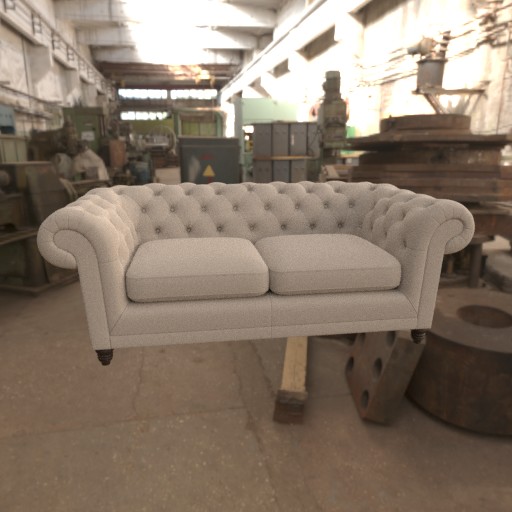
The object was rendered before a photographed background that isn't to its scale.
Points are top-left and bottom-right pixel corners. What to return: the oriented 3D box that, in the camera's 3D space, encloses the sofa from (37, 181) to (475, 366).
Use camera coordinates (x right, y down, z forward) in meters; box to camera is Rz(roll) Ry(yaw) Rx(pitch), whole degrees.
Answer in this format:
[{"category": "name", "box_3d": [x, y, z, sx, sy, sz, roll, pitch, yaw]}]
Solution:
[{"category": "sofa", "box_3d": [0.000, 0.000, 2.495, 1.998, 0.764, 0.986, -2, 15, -8]}]
